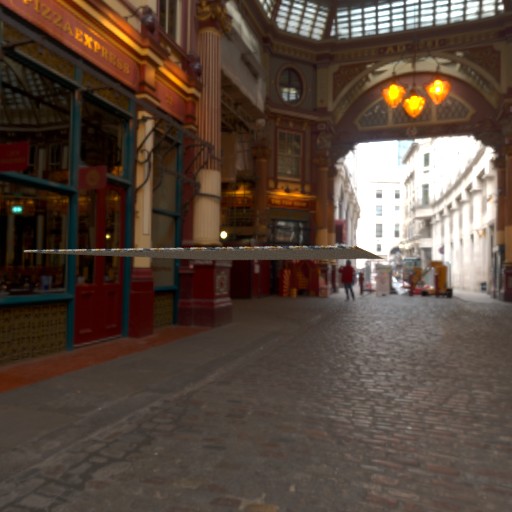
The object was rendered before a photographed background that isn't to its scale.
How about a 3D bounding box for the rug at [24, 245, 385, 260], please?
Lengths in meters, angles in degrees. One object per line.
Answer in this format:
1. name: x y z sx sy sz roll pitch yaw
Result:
1. rug: 0.000 0.000 2.326 1.230 0.008 1.827 0 -2 18
